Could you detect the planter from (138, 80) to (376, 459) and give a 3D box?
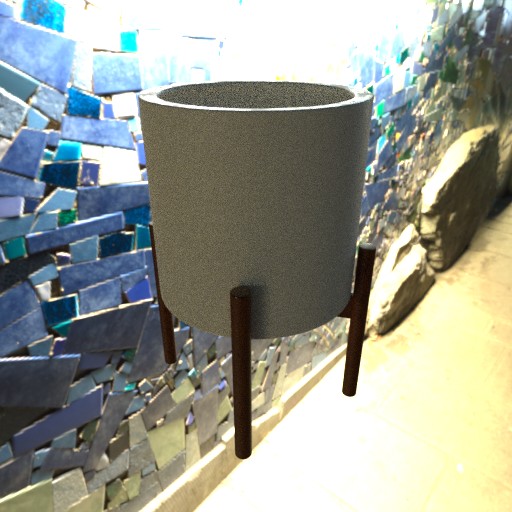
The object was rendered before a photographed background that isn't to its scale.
[{"bbox_3d":[0.000,0.000,0.958,0.417,0.670,0.417,-18,32,-31],"label":"planter"}]
